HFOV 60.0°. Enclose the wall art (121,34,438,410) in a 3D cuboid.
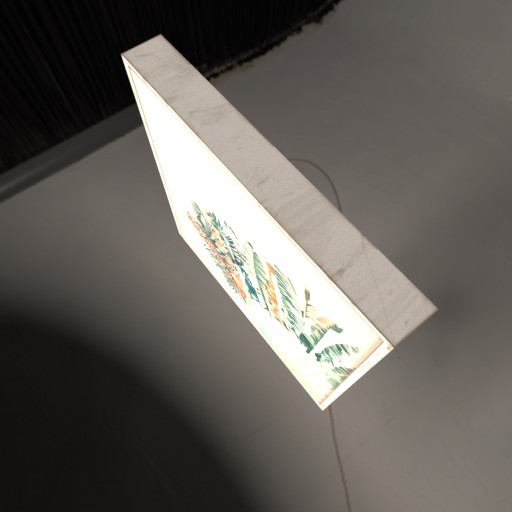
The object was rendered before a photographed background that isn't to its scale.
[{"bbox_3d":[0.000,0.000,0.448,0.038,0.303,0.305,-35,69,-16],"label":"wall art"}]
